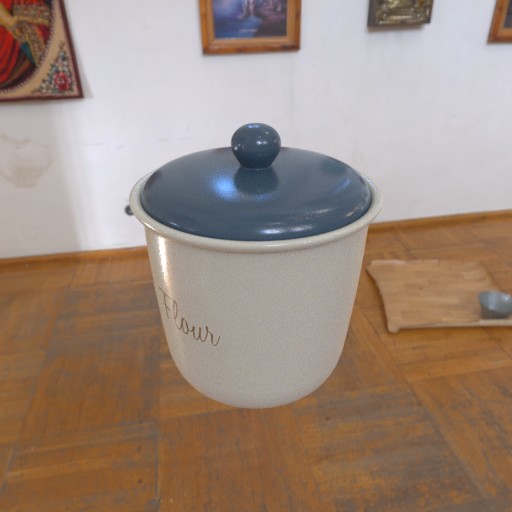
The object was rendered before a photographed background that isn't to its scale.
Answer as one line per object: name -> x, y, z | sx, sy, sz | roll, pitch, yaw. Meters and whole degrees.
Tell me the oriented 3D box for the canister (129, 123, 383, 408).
canister -> 0.000, 0.000, 0.355 | 0.182, 0.208, 0.182 | 0, 30, 0
